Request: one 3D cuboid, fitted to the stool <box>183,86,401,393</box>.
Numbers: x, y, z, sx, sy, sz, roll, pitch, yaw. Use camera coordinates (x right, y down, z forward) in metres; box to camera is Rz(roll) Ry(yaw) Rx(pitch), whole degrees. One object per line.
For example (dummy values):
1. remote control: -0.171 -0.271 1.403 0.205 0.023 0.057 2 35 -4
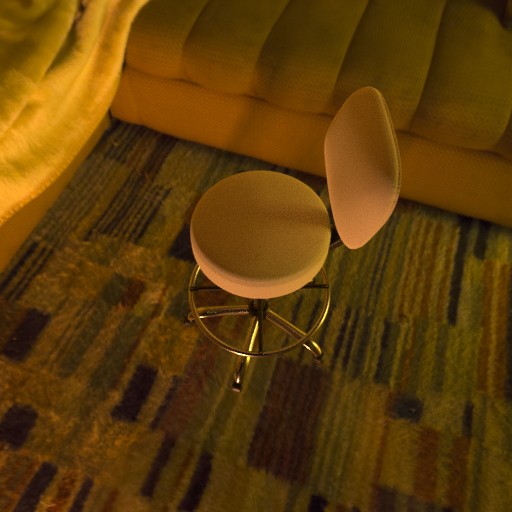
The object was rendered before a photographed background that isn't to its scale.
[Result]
1. stool: 0.000 0.000 1.441 0.616 1.080 0.609 -1 58 -1
